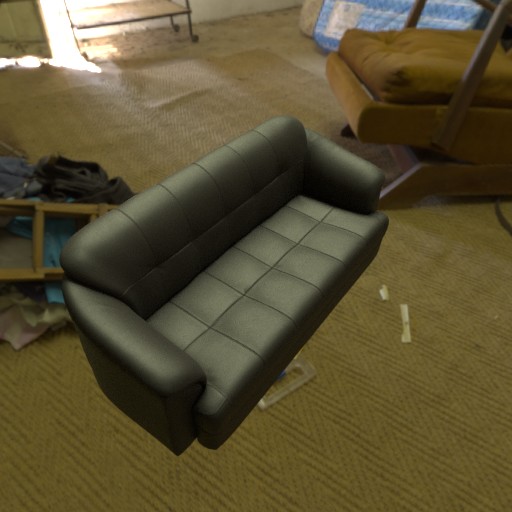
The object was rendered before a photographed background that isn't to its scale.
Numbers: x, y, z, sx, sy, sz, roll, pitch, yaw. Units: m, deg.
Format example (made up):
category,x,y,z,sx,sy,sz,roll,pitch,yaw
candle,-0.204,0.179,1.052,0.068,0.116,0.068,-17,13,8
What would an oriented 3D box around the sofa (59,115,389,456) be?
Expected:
category,x,y,z,sx,sy,sz,roll,pitch,yaw
sofa,0.000,0.000,2.235,0.800,0.811,1.829,26,47,27
